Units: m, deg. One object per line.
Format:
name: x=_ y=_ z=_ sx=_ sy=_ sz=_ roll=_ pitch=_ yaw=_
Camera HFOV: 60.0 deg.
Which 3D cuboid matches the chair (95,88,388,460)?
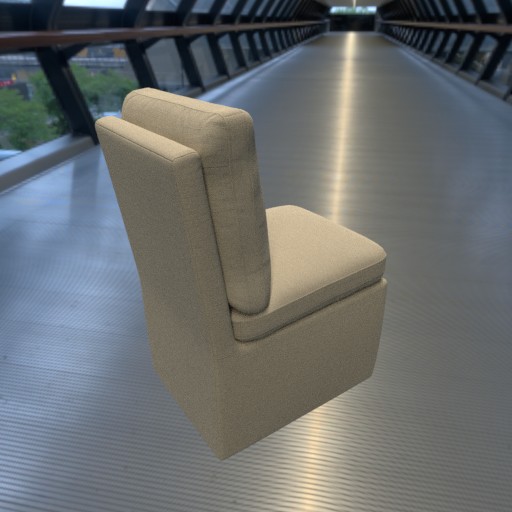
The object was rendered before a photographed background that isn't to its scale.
chair: x=0.000 y=0.000 z=1.319 sx=0.698 sy=0.927 sz=0.503 roll=-17 pitch=32 yaw=-31
